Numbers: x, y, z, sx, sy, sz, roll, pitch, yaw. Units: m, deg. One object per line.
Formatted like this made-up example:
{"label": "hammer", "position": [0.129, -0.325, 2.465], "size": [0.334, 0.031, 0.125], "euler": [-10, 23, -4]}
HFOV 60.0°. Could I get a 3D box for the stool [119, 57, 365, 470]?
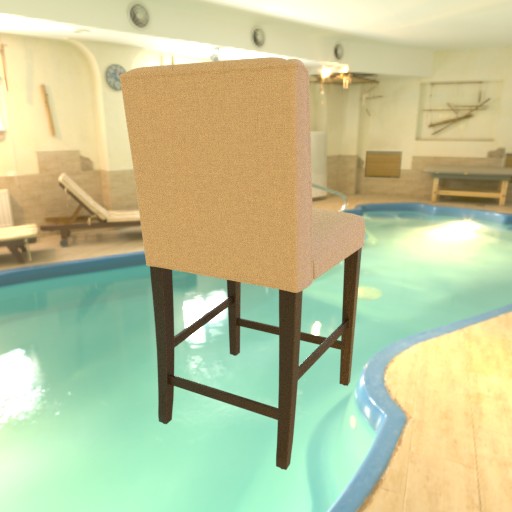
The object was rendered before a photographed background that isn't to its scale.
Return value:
{"label": "stool", "position": [0.000, 0.000, 1.230], "size": [0.474, 0.939, 0.509], "euler": [8, 18, 27]}
